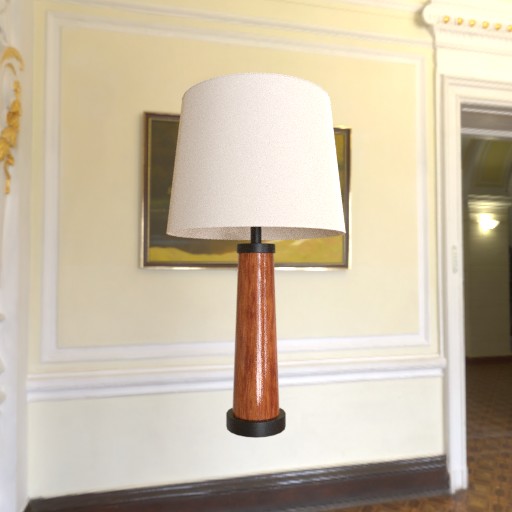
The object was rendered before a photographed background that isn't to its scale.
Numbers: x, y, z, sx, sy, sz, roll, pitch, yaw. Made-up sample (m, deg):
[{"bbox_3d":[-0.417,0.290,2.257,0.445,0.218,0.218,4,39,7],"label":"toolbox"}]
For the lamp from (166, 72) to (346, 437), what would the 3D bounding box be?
[{"bbox_3d":[0.000,0.000,0.876,0.349,0.667,0.349,0,-2,0],"label":"lamp"}]
